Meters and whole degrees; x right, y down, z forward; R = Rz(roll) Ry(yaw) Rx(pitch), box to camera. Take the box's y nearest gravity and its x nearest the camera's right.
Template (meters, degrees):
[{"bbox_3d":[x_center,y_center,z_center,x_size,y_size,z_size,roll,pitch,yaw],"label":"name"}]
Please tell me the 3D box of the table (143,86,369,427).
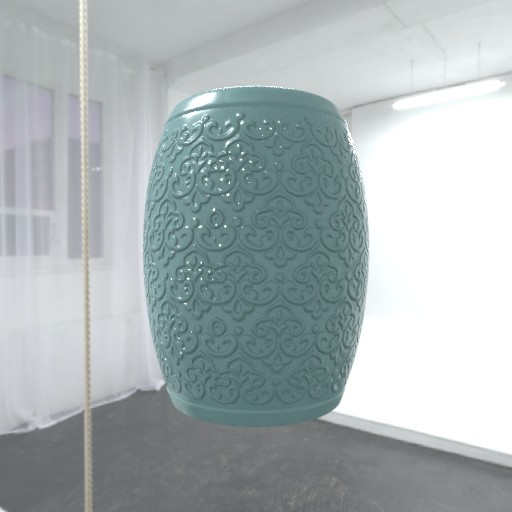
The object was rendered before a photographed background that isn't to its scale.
[{"bbox_3d":[0.000,0.000,0.624,0.309,0.397,0.309,0,0,0],"label":"table"}]
